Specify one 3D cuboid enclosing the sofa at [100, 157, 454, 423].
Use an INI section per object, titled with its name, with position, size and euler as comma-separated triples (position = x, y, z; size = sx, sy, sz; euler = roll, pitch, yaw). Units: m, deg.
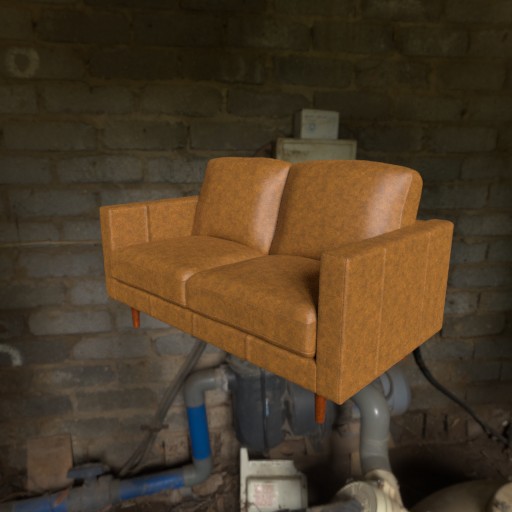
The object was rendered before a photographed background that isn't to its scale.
[sofa]
position = 0.000, 0.000, 2.235
size = 1.578, 0.951, 0.909
euler = 14, 20, 42
